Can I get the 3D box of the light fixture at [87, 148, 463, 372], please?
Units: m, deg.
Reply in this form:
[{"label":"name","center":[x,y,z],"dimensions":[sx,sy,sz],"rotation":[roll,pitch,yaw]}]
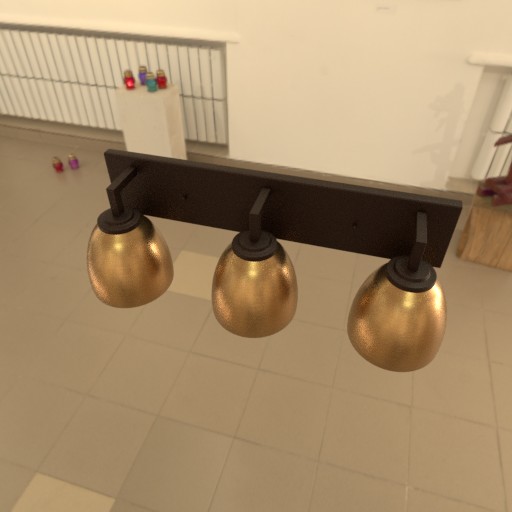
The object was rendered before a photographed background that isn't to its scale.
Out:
[{"label":"light fixture","center":[0.000,0.000,0.672],"dimensions":[0.582,0.204,0.157],"rotation":[11,42,12]}]
